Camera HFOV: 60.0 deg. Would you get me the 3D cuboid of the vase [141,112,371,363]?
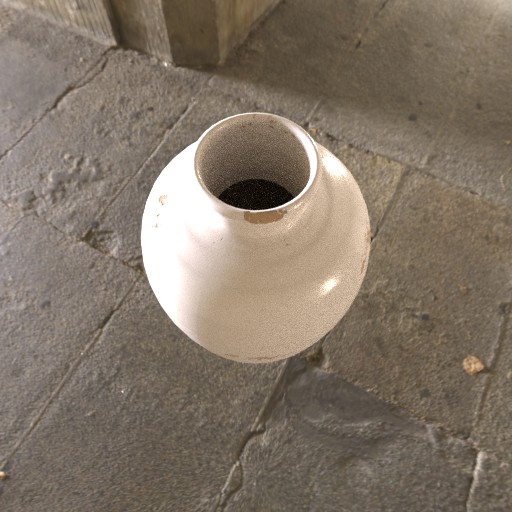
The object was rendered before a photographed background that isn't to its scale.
[{"bbox_3d":[0.000,0.000,0.337,0.158,0.228,0.158,0,64,0],"label":"vase"}]
